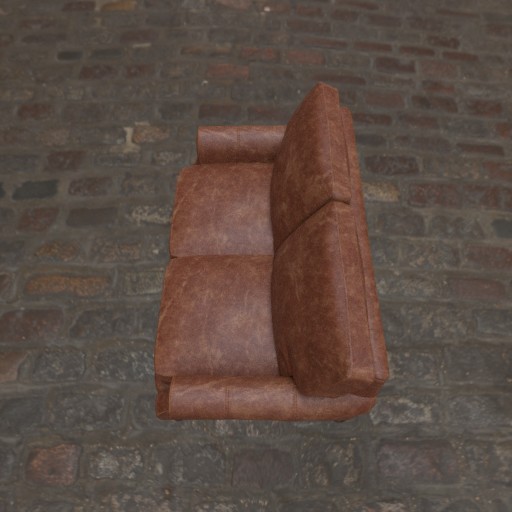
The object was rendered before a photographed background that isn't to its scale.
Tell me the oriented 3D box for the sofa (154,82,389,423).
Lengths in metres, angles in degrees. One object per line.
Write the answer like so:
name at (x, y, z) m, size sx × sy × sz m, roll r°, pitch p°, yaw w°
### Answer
sofa at (0.000, 0.000, 2.232) m, size 0.990 × 0.967 × 1.616 m, roll 0°, pitch 59°, yaw 0°
